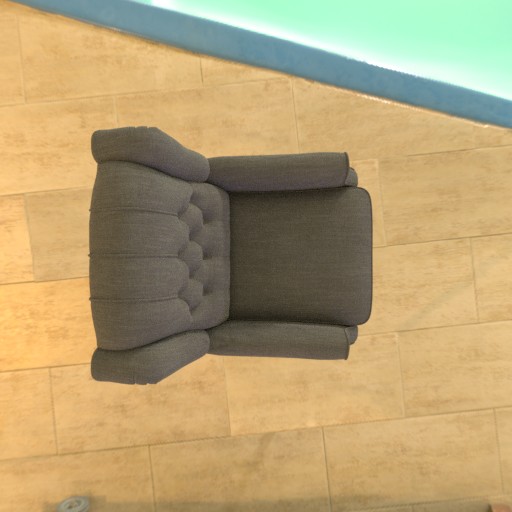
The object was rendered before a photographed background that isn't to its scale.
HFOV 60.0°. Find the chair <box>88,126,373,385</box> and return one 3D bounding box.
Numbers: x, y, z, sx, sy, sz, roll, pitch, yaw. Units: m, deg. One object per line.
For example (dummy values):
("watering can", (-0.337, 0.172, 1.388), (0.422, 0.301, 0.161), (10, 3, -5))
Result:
("chair", (0.000, 0.000, 1.620), (0.898, 1.035, 0.742), (0, 90, -1))
